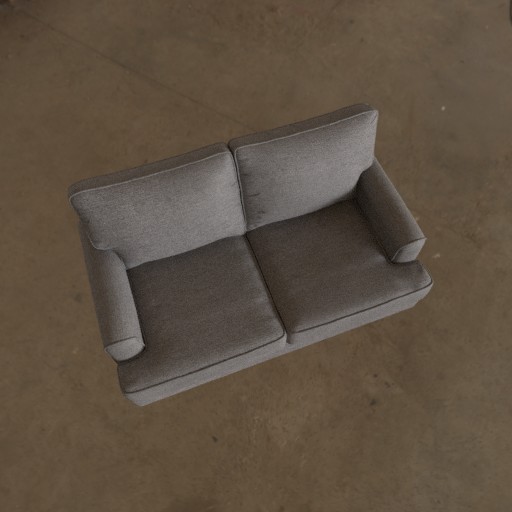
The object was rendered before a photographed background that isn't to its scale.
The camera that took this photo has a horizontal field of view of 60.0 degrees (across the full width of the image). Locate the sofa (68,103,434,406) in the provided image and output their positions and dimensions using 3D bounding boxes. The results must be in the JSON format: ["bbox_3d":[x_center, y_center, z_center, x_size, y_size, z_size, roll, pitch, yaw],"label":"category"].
[{"bbox_3d":[0.000,0.000,2.302,1.651,0.965,0.965,-18,64,-9],"label":"sofa"}]
